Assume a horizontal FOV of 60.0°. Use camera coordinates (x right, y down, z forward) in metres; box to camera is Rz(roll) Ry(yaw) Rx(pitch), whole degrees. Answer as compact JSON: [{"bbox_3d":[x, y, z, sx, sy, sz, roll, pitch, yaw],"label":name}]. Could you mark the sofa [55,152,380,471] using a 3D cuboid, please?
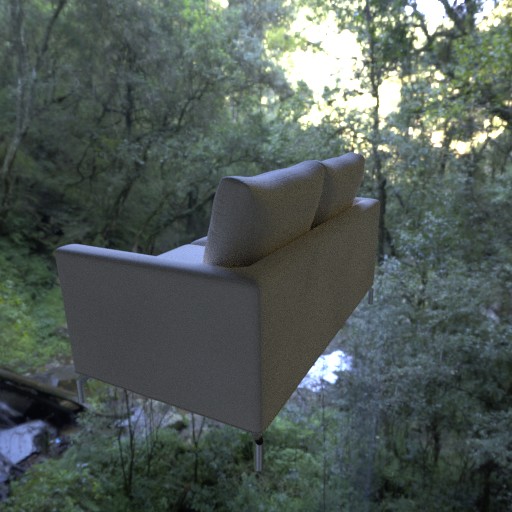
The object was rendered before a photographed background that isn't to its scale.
[{"bbox_3d":[0.000,0.000,2.313,0.906,0.995,1.739,8,18,26],"label":"sofa"}]
